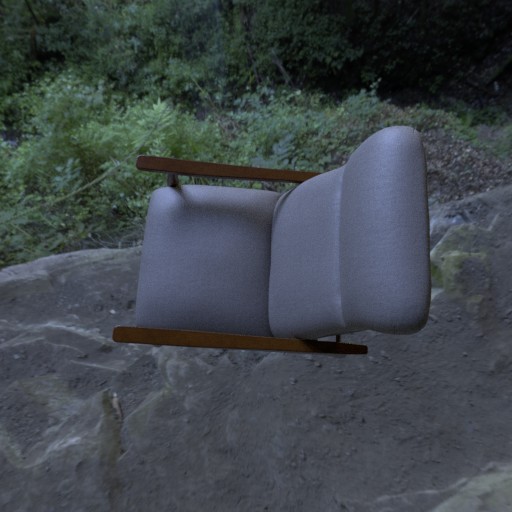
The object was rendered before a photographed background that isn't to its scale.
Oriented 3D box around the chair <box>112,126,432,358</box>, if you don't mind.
[{"bbox_3d":[0.000,0.000,1.813,1.032,1.082,0.762,3,76,1],"label":"chair"}]
